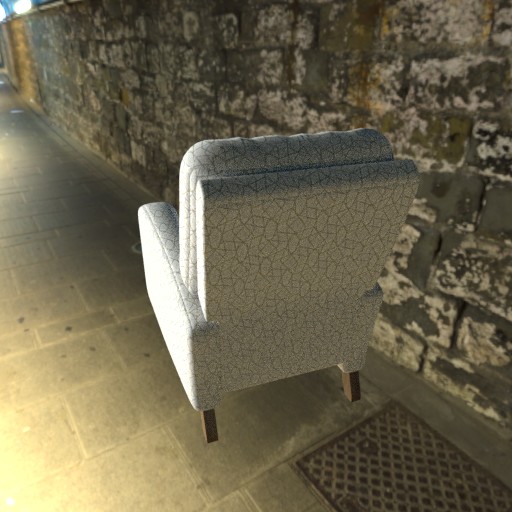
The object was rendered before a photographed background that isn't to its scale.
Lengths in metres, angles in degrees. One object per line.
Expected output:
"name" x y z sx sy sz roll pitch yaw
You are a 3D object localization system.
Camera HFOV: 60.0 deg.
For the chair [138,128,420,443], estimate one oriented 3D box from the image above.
"chair" 0.000 0.000 1.752 0.796 1.064 0.995 -9 27 -18
